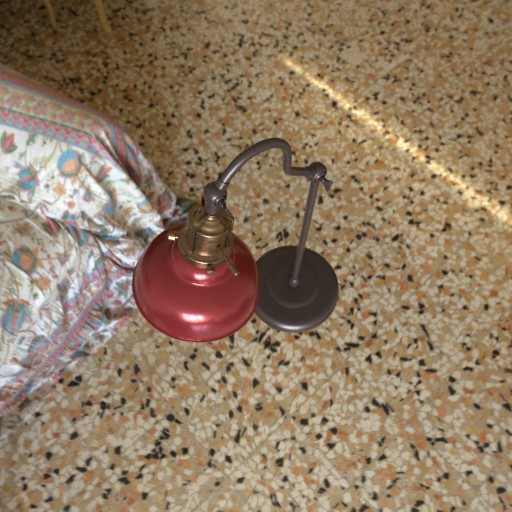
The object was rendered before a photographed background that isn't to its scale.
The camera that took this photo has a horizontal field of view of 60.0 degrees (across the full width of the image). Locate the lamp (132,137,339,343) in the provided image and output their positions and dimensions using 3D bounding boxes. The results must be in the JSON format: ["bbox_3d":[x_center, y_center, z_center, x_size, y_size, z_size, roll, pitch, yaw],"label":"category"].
[{"bbox_3d":[0.000,0.000,0.677,0.374,0.508,0.192,-30,68,-14],"label":"lamp"}]
